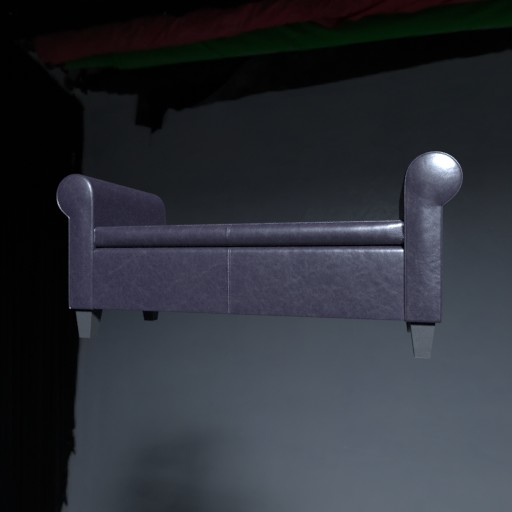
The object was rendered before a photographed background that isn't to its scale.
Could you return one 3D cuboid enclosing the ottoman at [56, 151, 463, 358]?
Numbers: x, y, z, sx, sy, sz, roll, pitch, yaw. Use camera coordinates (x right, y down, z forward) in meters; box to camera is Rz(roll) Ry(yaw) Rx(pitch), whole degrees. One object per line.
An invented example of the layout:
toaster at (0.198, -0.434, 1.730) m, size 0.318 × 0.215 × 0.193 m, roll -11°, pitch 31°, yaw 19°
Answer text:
ottoman at (0.000, 0.000, 1.554) m, size 1.256 × 0.547 × 0.521 m, roll 0°, pitch 0°, yaw 16°
